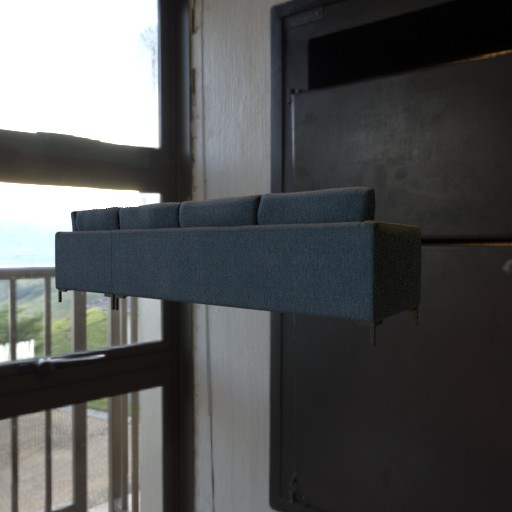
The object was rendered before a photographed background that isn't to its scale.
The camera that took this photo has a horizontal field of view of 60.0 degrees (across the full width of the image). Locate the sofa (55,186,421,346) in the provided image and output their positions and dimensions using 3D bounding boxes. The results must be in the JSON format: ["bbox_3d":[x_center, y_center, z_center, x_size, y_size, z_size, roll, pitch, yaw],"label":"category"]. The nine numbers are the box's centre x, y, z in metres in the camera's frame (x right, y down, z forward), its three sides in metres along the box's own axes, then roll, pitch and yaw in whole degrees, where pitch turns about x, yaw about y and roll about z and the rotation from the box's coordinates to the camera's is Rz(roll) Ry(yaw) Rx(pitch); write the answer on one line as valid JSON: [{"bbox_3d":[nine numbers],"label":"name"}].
[{"bbox_3d":[0.000,0.000,3.810,2.949,0.815,2.007,1,2,36],"label":"sofa"}]
